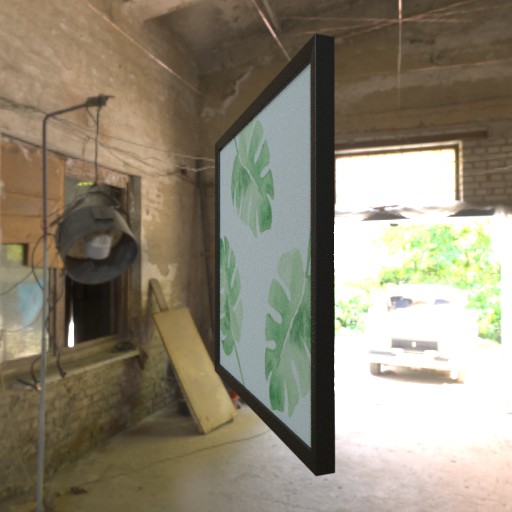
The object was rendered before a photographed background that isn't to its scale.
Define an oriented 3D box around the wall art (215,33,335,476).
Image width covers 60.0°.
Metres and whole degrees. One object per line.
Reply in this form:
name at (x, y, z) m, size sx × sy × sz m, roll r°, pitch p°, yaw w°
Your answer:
wall art at (0.000, 0.000, 1.133) m, size 0.038 × 0.765 × 0.765 m, roll 0°, pitch -1°, yaw -18°
